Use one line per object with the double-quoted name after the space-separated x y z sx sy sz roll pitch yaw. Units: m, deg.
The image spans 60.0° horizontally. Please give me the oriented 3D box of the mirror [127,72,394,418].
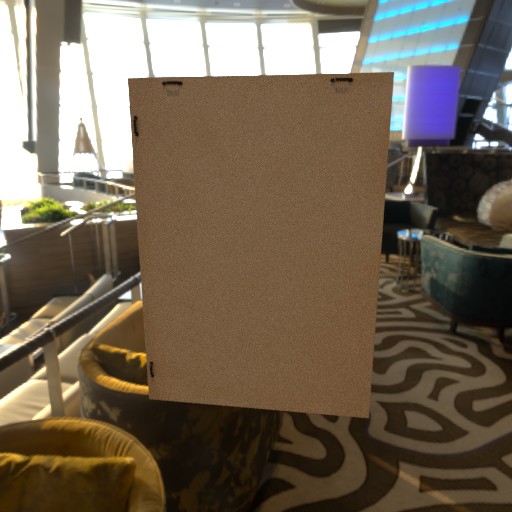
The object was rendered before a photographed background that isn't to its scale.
0.000 0.000 0.936 0.507 0.710 0.040 2 15 8 "mirror"
